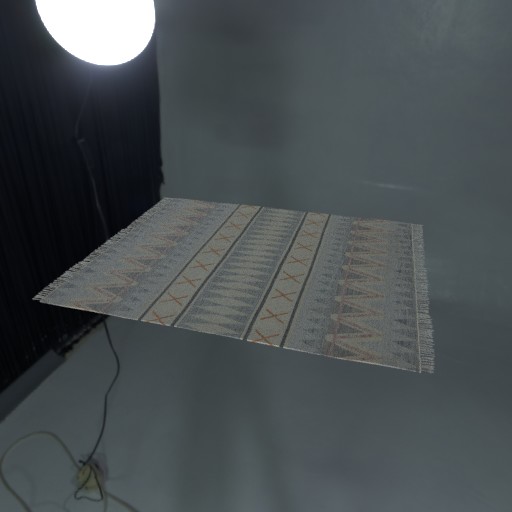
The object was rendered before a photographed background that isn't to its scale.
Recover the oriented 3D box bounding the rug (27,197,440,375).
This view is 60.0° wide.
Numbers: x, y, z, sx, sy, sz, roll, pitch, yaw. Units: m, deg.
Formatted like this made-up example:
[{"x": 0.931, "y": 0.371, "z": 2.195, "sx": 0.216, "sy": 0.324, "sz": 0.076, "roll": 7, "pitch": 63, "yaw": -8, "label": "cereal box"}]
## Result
[{"x": 0.000, "y": 0.000, "z": 4.042, "sx": 3.000, "sy": 0.012, "sz": 2.371, "roll": 8, "pitch": 29, "yaw": 14, "label": "rug"}]
